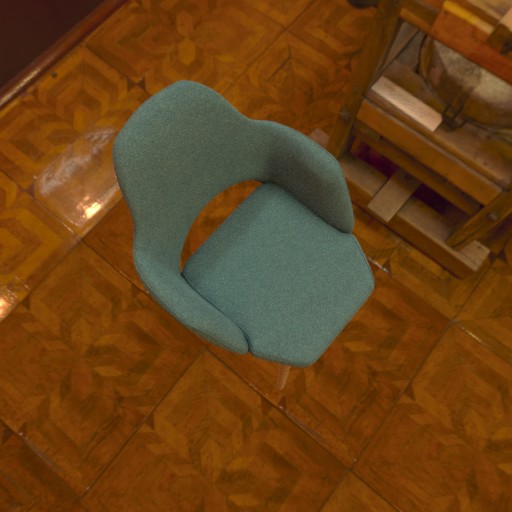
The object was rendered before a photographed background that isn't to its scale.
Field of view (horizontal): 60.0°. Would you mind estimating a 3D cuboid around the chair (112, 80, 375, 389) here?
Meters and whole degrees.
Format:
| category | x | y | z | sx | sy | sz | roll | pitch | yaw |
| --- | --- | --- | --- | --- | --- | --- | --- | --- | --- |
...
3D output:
| category | x | y | z | sx | sy | sz | roll | pitch | yaw |
| --- | --- | --- | --- | --- | --- | --- | --- | --- | --- |
| chair | 0.000 | 0.000 | 1.336 | 0.666 | 0.920 | 0.589 | 40 | 78 | 10 |
